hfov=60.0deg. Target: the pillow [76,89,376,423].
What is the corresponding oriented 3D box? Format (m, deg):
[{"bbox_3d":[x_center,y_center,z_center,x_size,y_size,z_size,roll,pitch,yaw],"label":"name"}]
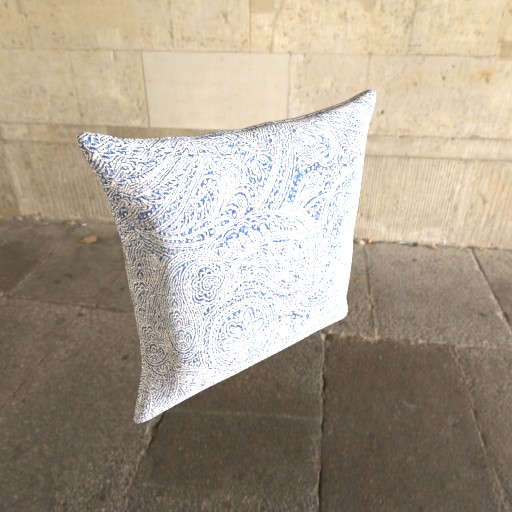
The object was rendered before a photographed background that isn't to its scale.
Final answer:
[{"bbox_3d":[0.000,0.000,0.778,0.523,0.510,0.166,-20,36,-30],"label":"pillow"}]
